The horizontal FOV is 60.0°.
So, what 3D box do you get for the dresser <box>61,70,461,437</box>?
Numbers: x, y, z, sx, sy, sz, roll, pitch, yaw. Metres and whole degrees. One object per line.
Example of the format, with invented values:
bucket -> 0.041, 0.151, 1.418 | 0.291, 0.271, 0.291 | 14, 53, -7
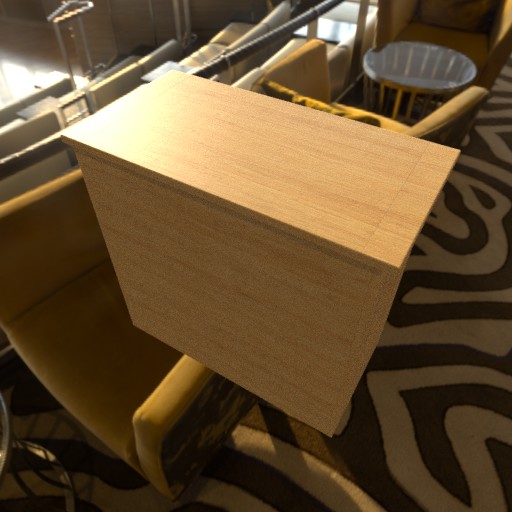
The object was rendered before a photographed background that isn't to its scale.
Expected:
dresser -> 0.000, 0.000, 1.253 | 0.800, 0.730, 0.410 | 24, 50, 21
